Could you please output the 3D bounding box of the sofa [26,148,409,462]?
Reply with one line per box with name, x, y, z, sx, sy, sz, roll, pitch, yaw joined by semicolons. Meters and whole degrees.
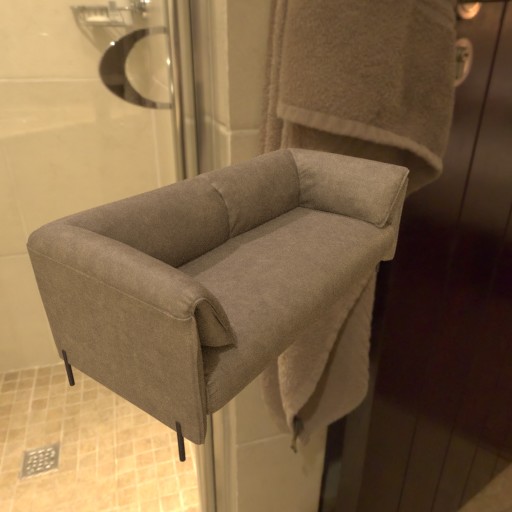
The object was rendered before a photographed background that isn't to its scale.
sofa;0.000;0.000;2.284;0.905;0.747;1.878;17;30;32
